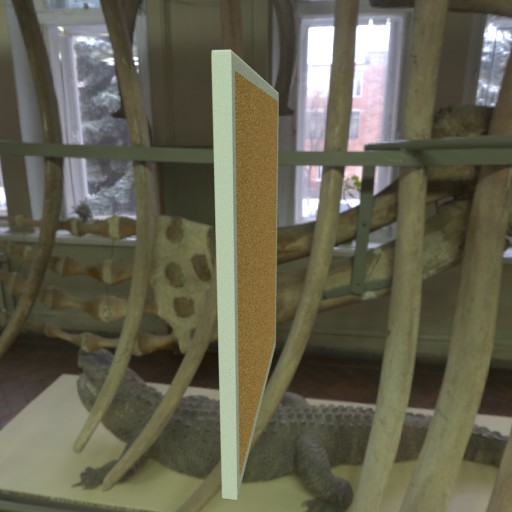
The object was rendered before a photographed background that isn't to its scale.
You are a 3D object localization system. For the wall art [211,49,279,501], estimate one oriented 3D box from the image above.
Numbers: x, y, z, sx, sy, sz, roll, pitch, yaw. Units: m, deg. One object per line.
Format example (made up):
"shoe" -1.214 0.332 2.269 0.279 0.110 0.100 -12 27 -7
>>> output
"wall art" 0.000 0.000 0.716 0.020 0.536 0.444 2 15 9
